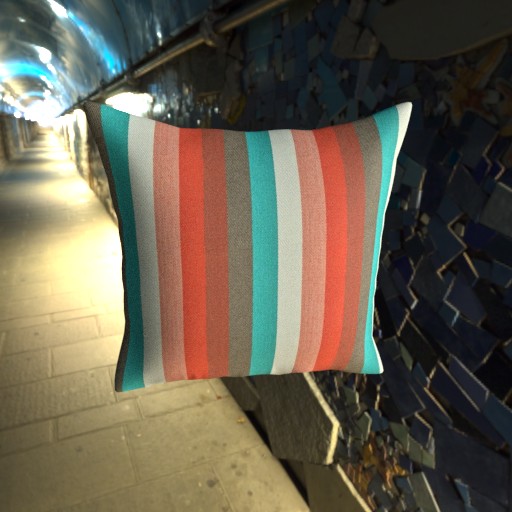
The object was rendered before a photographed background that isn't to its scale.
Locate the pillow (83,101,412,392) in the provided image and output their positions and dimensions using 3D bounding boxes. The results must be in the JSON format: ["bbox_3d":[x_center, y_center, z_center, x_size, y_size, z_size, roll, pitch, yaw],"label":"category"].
[{"bbox_3d":[0.000,0.000,0.672,0.453,0.443,0.168,-3,17,-8],"label":"pillow"}]
